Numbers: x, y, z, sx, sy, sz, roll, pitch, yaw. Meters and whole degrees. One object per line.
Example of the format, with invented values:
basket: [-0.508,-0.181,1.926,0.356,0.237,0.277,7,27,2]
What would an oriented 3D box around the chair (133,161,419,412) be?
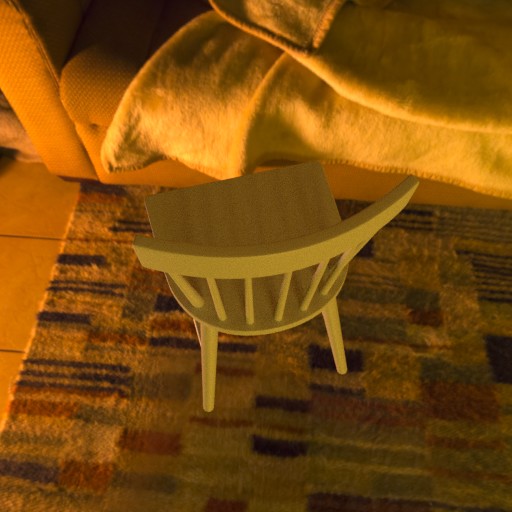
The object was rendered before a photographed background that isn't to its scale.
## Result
chair: [0.000,0.000,1.111,0.483,0.787,0.500,-13,60,-8]
